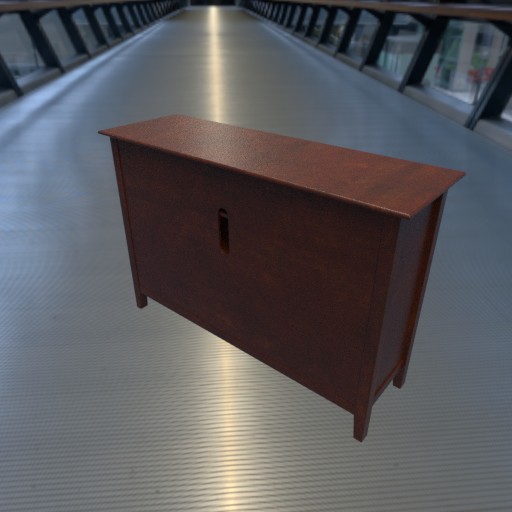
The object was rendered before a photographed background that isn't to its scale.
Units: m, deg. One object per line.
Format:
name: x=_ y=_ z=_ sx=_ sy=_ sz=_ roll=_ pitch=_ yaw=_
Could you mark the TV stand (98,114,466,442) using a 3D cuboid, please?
TV stand: x=0.000 y=0.000 z=1.864 sx=1.372 sy=0.915 sz=0.445 roll=22 pitch=36 yaw=34
